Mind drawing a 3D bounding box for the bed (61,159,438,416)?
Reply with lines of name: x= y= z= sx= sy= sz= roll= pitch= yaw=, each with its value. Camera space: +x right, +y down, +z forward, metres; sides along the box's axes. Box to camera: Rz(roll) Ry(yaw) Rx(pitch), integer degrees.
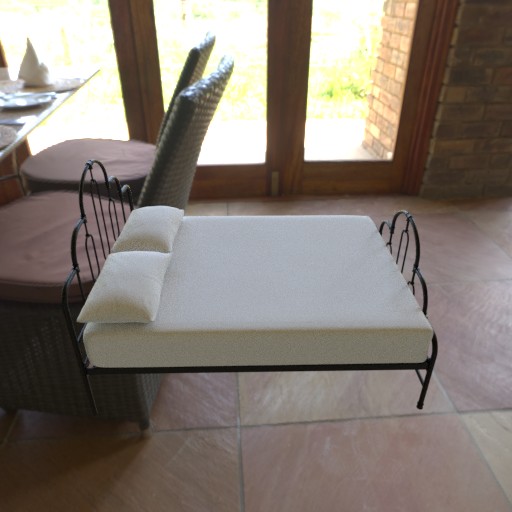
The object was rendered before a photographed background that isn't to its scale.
bed: x=0.000 y=0.000 z=3.235 sx=2.181 sy=1.444 sz=1.626 roll=-1 pitch=31 yaw=-1
